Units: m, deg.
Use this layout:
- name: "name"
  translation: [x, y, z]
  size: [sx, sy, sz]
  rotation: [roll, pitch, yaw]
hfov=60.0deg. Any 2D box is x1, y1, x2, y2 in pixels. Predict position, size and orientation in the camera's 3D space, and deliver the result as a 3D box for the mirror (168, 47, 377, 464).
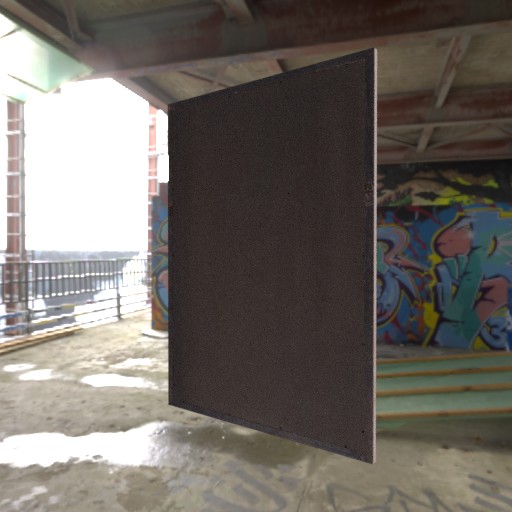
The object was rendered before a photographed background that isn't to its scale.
- name: "mirror"
  translation: [0.000, 0.000, 1.270]
  size: [0.705, 0.996, 0.025]
  rotation: [1, 1, 36]
